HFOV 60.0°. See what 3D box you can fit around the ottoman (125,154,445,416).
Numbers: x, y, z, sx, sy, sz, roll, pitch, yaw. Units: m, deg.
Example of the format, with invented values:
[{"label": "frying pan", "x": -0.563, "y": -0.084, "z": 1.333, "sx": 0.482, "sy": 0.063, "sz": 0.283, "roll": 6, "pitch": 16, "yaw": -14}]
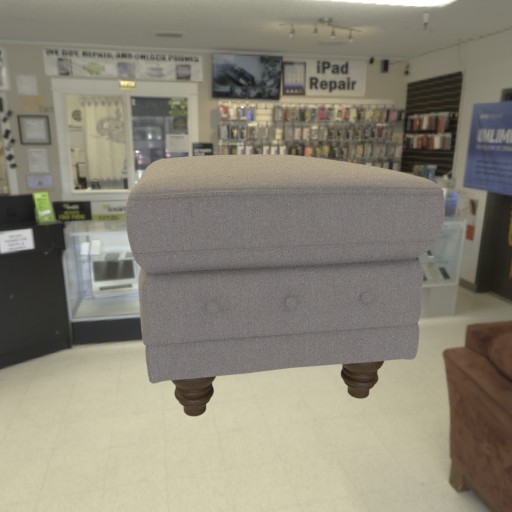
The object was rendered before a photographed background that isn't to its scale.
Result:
[{"label": "ottoman", "x": 0.000, "y": 0.000, "z": 1.144, "sx": 0.569, "sy": 0.500, "sz": 0.771, "roll": -3, "pitch": 15, "yaw": -10}]
